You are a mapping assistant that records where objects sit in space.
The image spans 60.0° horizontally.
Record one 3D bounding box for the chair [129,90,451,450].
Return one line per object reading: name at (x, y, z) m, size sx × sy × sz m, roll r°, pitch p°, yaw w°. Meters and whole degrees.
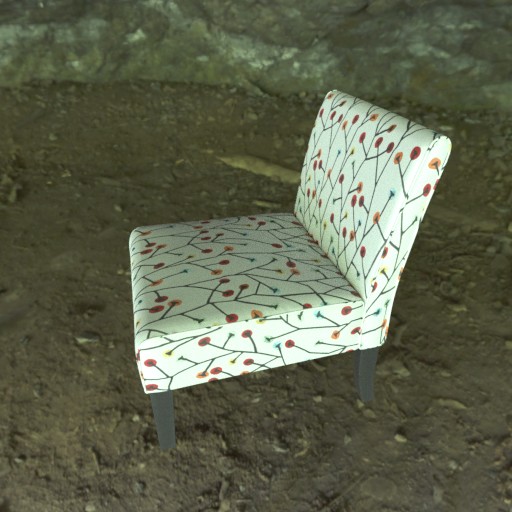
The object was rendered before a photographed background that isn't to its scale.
chair at (0.000, 0.000, 1.312) m, size 0.732 × 0.813 × 0.597 m, roll -8°, pitch 31°, yaw -13°
